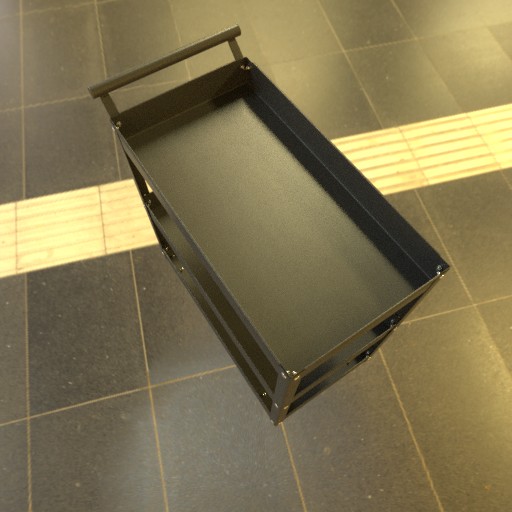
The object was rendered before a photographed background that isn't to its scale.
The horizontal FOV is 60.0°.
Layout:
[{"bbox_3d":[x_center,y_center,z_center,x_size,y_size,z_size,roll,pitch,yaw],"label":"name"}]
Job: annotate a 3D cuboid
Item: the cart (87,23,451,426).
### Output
[{"bbox_3d":[0.000,0.000,1.171,0.366,0.780,0.719,-31,67,-15],"label":"cart"}]
